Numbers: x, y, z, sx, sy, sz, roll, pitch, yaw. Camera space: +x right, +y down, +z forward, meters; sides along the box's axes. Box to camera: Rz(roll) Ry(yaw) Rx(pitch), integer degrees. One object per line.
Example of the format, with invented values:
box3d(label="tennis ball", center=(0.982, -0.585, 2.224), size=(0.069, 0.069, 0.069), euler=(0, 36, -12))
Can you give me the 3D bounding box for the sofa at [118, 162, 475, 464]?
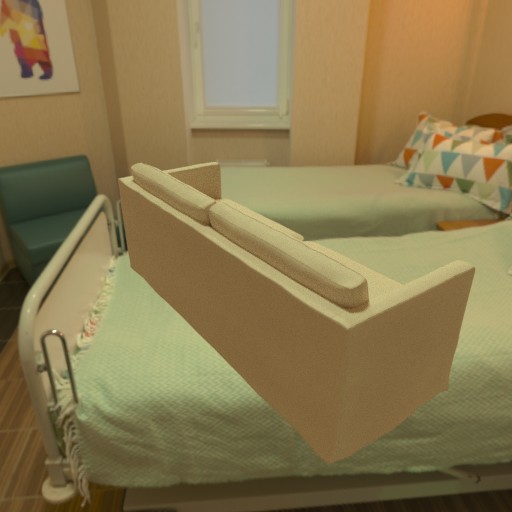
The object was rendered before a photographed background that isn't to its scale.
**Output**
box3d(label="sofa", center=(0.000, 0.000, 3.278), size=(1.036, 0.999, 2.779), euler=(-18, 31, -32))
